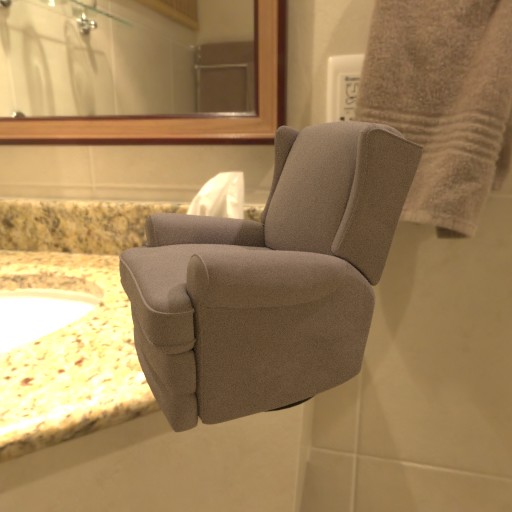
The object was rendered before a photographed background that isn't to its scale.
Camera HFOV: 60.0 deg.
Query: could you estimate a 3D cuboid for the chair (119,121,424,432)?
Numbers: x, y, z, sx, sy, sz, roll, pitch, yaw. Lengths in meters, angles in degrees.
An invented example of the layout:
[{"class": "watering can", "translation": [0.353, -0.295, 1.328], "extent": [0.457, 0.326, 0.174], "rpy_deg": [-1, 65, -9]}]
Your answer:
[{"class": "chair", "translation": [0.000, 0.000, 1.726], "extent": [0.969, 1.011, 0.847], "rpy_deg": [-7, 17, -23]}]
